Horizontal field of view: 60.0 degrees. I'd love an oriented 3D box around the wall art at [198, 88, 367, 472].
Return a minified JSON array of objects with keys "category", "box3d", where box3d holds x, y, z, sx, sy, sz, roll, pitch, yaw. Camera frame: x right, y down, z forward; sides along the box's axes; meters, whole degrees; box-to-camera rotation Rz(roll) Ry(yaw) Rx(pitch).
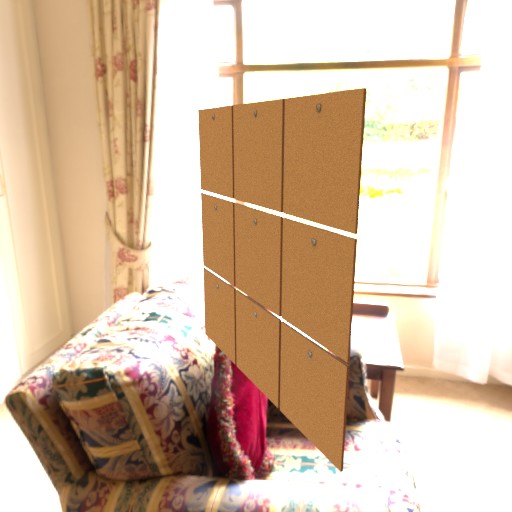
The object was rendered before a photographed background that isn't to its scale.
[{"category":"wall art","box3d":[0.000,0.000,2.331,0.019,1.532,1.533,-8,17,-27]}]
